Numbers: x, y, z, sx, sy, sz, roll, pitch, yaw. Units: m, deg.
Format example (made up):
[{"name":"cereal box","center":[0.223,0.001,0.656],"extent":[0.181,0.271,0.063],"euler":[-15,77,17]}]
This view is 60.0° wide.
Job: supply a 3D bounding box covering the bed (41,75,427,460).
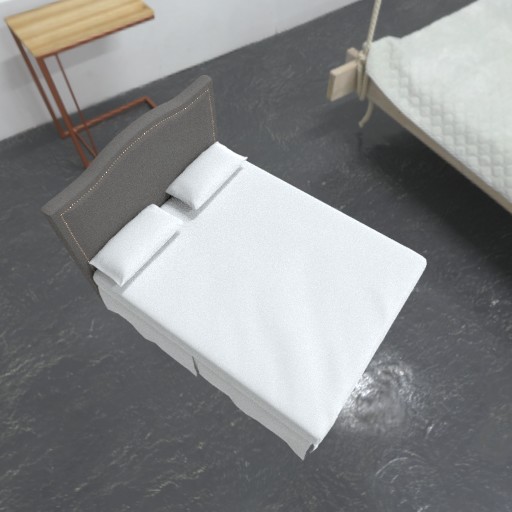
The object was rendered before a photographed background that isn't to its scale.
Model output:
[{"name":"bed","center":[0.000,0.000,3.450],"extent":[2.282,1.436,1.821],"euler":[32,64,18]}]
